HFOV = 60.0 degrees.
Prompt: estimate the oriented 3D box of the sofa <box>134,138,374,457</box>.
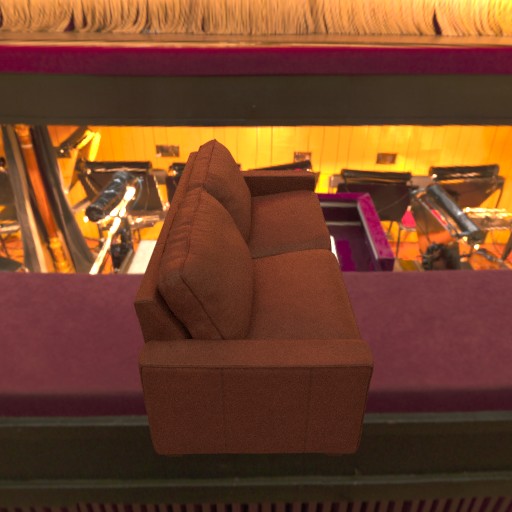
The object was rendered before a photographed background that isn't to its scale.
[{"bbox_3d":[0.000,0.000,2.605,0.940,0.919,2.080,0,31,0],"label":"sofa"}]
